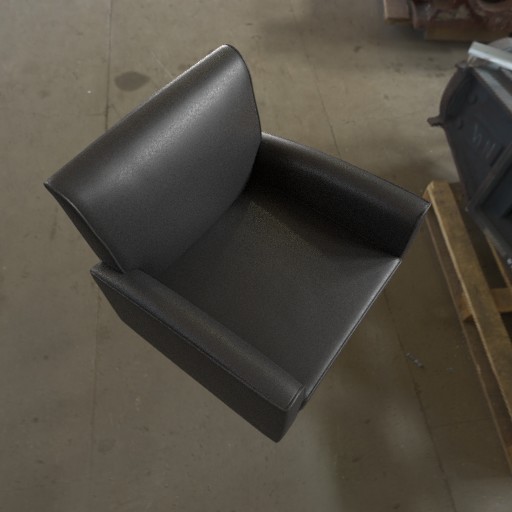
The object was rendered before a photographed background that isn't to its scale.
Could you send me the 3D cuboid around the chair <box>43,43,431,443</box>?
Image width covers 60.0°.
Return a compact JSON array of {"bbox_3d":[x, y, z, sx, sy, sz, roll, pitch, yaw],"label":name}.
[{"bbox_3d":[0.000,0.000,1.520,0.819,0.916,0.820,33,64,18],"label":"chair"}]
